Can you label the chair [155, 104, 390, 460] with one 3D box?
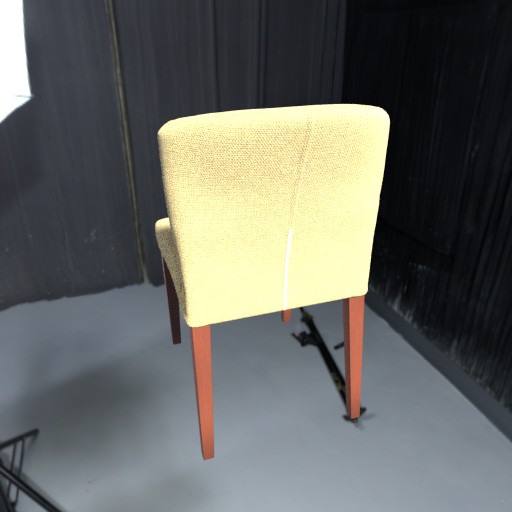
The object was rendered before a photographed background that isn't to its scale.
[{"bbox_3d":[0.000,0.000,1.189,0.491,0.839,0.589,-9,28,-17],"label":"chair"}]
